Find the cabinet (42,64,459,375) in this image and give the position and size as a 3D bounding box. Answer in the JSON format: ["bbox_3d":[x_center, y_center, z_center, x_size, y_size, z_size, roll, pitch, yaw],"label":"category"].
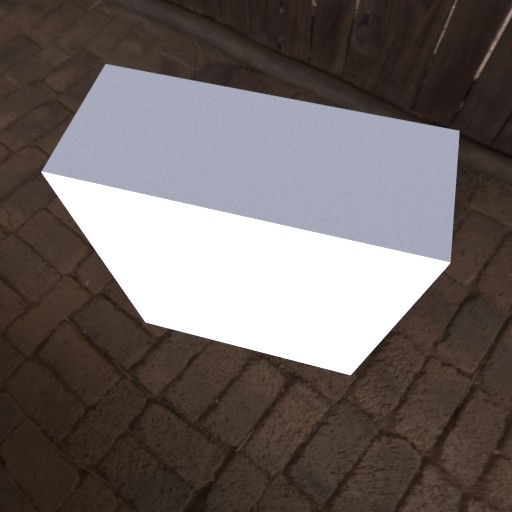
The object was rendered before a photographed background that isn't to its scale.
[{"bbox_3d":[0.000,0.000,1.664,1.000,1.190,0.400,13,64,7],"label":"cabinet"}]
